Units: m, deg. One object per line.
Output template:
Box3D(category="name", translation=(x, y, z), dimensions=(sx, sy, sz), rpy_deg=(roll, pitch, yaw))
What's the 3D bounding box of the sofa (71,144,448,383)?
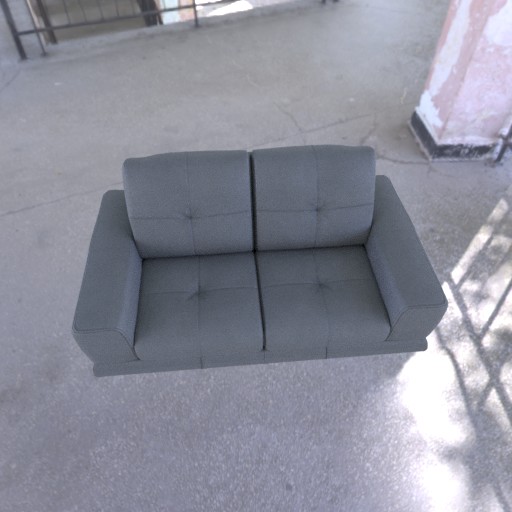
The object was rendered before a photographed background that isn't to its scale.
Box3D(category="sofa", translation=(0.000, 0.000, 2.436), dimensions=(1.806, 0.907, 1.018), rpy_deg=(-4, 48, -3))
